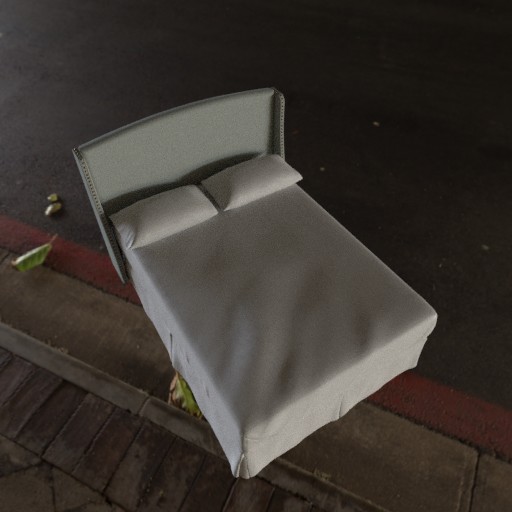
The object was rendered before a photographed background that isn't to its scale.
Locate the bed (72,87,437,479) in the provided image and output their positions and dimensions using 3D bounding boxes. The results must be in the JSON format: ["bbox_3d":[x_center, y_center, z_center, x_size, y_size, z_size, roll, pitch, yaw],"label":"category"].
[{"bbox_3d":[0.000,0.000,3.278,1.710,1.407,2.237,-25,52,-21],"label":"bed"}]
